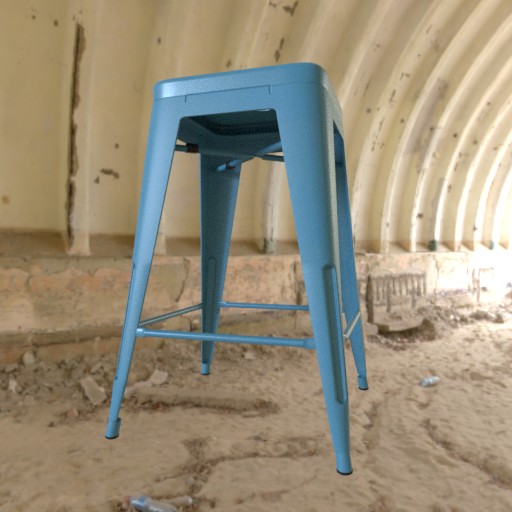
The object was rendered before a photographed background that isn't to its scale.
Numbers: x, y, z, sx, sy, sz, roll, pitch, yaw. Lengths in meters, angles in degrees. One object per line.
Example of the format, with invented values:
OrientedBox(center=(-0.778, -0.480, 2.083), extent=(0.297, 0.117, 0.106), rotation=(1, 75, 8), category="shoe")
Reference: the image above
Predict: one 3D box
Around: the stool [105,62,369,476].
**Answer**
OrientedBox(center=(0.000, 0.000, 0.867), extent=(0.410, 0.608, 0.410), rotation=(0, 1, 18), category="stool")
